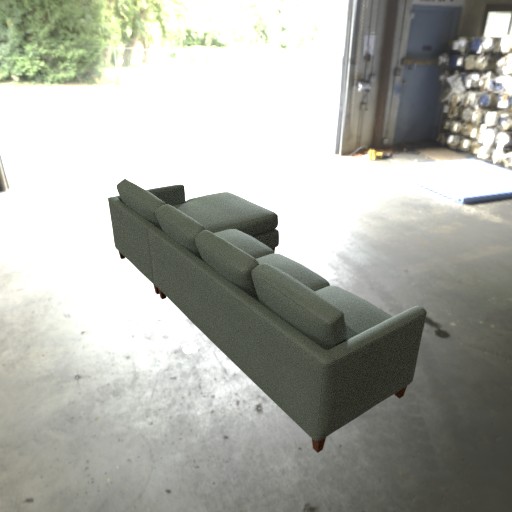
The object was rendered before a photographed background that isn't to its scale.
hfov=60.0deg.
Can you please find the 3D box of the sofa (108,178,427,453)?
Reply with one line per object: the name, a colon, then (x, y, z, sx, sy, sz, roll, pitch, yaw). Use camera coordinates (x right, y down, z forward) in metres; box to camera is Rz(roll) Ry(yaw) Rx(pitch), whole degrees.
sofa: (0.000, 0.000, 4.154, 1.604, 0.950, 3.471, -18, 31, -32)
